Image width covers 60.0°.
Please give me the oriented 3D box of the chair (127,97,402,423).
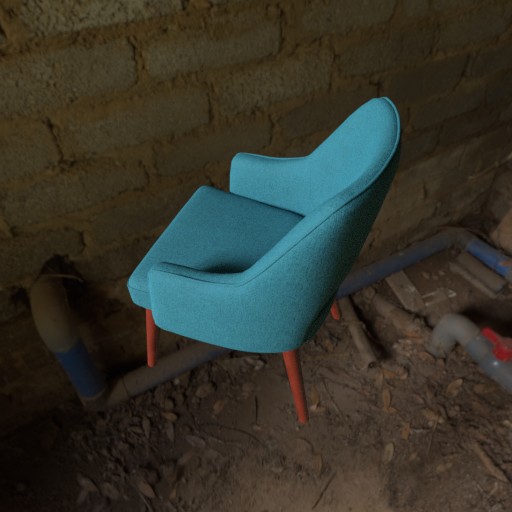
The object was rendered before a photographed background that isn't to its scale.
[{"bbox_3d":[0.000,0.000,1.226,0.605,0.849,0.548,16,49,15],"label":"chair"}]
